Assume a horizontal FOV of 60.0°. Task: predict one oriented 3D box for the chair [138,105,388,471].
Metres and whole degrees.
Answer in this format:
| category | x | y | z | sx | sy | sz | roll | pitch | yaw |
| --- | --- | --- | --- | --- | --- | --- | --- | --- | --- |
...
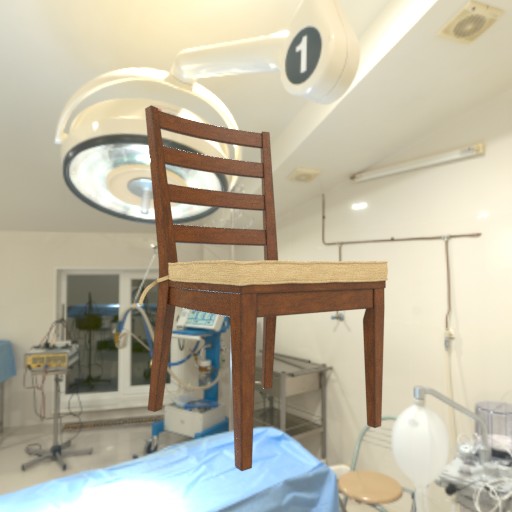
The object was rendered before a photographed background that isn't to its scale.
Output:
| category | x | y | z | sx | sy | sz | roll | pitch | yaw |
| --- | --- | --- | --- | --- | --- | --- | --- | --- | --- |
| chair | 0.000 | 0.000 | 1.365 | 0.593 | 0.979 | 0.595 | 1 | -2 | -36 |
